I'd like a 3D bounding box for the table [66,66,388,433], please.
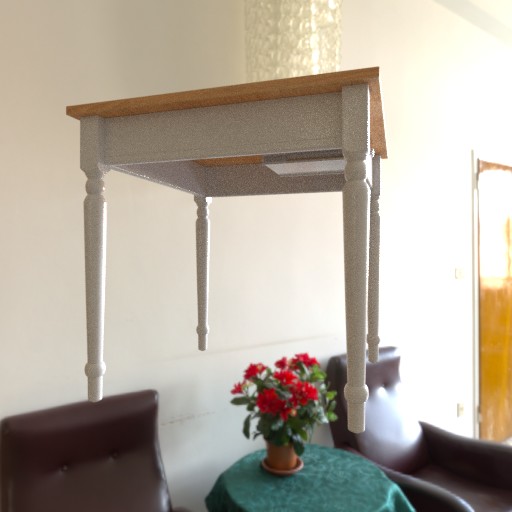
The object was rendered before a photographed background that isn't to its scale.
[{"bbox_3d":[0.000,0.000,1.334,0.747,0.738,0.747,0,0,18],"label":"table"}]
